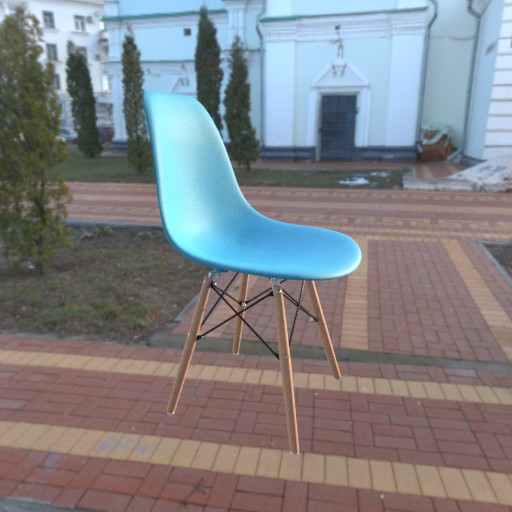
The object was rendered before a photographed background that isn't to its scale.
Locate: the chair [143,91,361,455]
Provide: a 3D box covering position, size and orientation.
[{"bbox_3d":[0.000,0.000,1.163,0.531,0.826,0.470,8,18,25],"label":"chair"}]
